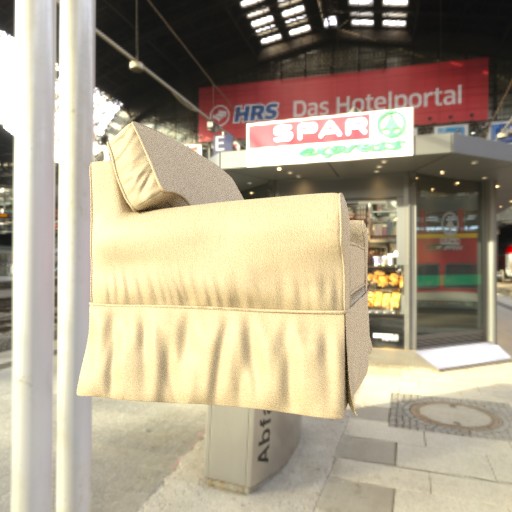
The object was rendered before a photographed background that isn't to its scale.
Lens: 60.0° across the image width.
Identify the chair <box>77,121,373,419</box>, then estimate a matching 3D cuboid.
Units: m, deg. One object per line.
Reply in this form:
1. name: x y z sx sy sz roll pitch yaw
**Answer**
1. chair: 0.000 0.000 1.838 0.903 0.937 1.096 0 -1 18
